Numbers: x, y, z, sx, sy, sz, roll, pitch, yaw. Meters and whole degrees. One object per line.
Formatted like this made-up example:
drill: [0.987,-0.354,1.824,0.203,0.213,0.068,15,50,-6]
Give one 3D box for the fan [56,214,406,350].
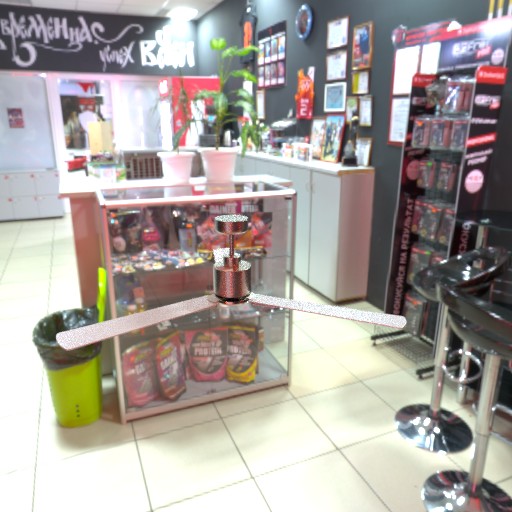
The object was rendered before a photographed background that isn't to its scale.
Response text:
fan: [0.000,0.000,2.399,1.531,0.446,1.561,3,18,10]
